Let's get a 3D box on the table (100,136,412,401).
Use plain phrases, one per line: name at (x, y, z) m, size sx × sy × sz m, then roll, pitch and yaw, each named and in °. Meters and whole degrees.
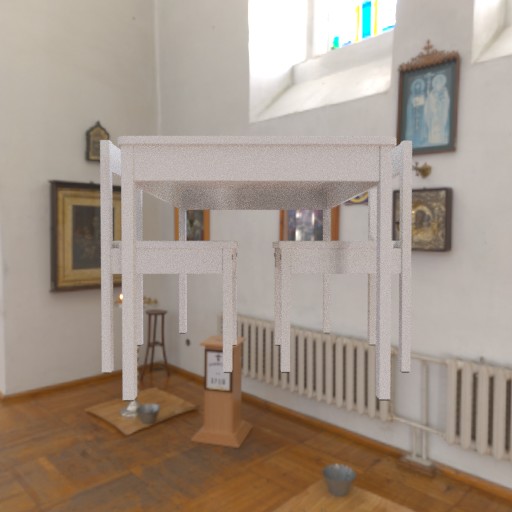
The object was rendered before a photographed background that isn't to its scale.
table at (0.000, 0.000, 1.097) m, size 0.672 × 0.503 × 0.650 m, roll 0°, pitch 1°, yaw 0°
